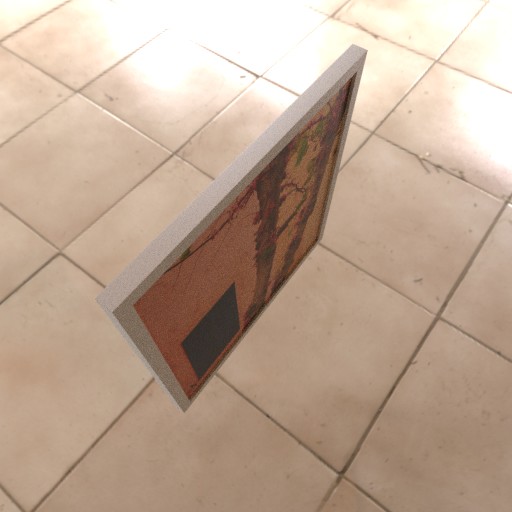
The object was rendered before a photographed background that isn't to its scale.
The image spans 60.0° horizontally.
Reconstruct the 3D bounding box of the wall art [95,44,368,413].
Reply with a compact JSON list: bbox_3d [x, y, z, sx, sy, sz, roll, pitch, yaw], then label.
[{"bbox_3d":[0.000,0.000,1.142,0.038,0.762,0.762,33,65,17],"label":"wall art"}]
